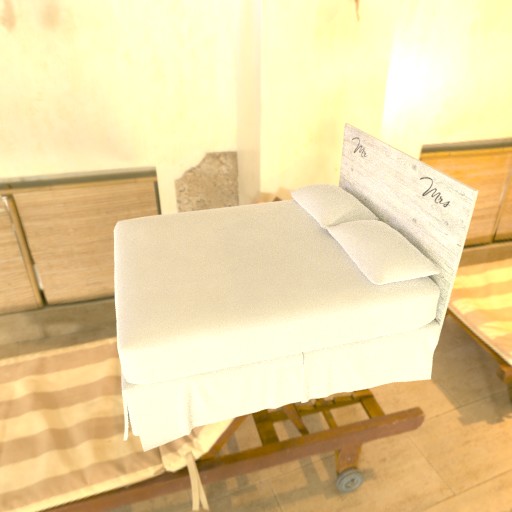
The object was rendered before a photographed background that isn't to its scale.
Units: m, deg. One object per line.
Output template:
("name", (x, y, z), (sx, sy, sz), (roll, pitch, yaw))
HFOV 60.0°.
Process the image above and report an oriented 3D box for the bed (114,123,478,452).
("bed", (0.000, 0.000, 3.139), (2.094, 1.335, 1.745), (-8, 31, -14))
